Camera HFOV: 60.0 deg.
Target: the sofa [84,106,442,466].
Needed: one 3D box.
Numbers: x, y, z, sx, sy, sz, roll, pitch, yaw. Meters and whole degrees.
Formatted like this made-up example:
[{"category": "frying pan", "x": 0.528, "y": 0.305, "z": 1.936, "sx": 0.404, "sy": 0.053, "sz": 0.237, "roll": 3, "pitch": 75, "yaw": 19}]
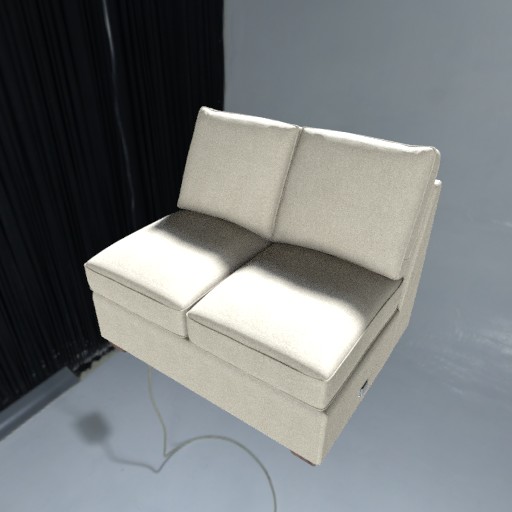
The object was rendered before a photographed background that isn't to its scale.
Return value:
[{"category": "sofa", "x": 0.000, "y": 0.000, "z": 1.975, "sx": 1.232, "sy": 1.006, "sz": 0.978, "roll": 20, "pitch": 37, "yaw": 29}]
